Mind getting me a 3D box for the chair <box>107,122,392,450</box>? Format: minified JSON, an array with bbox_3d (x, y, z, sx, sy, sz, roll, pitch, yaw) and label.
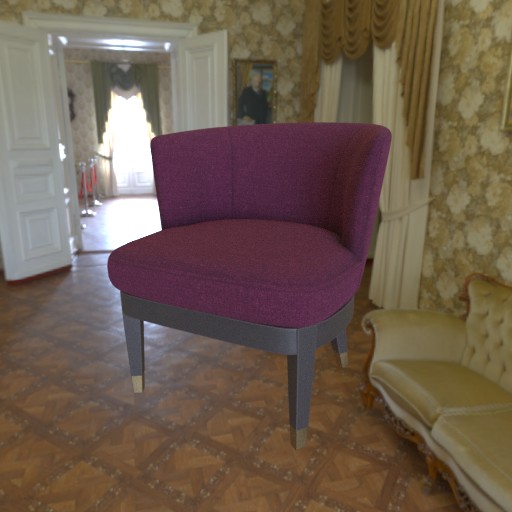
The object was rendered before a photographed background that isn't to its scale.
[{"bbox_3d":[0.000,0.000,1.282,0.700,0.760,0.660,8,17,28],"label":"chair"}]
